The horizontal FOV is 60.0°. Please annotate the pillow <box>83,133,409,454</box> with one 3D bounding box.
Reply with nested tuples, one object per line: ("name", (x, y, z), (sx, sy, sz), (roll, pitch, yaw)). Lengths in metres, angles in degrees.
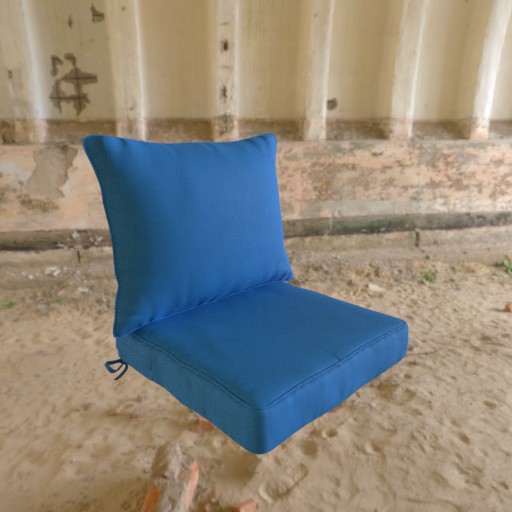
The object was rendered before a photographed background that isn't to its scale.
("pillow", (0.000, 0.000, 1.362), (0.798, 0.725, 0.733), (-15, 21, -42))
